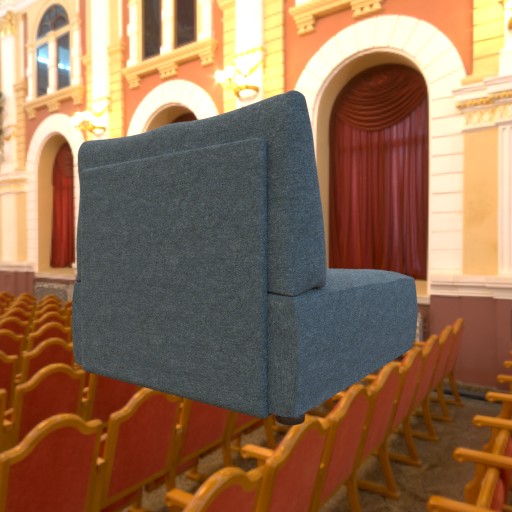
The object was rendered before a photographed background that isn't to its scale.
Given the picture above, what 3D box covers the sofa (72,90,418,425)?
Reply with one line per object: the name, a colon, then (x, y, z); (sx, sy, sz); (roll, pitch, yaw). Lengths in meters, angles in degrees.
sofa: (0.000, 0.000, 1.691); (0.930, 0.820, 1.000); (0, 1, 36)
